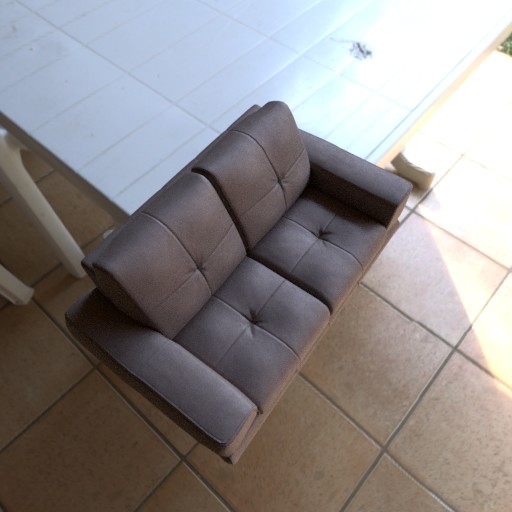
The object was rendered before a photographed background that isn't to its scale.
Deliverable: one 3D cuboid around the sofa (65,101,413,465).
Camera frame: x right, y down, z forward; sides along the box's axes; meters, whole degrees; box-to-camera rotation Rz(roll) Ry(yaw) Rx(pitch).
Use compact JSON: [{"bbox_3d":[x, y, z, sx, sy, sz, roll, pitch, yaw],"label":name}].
[{"bbox_3d":[0.000,0.000,2.393,1.018,0.907,1.806,32,63,18],"label":"sofa"}]
